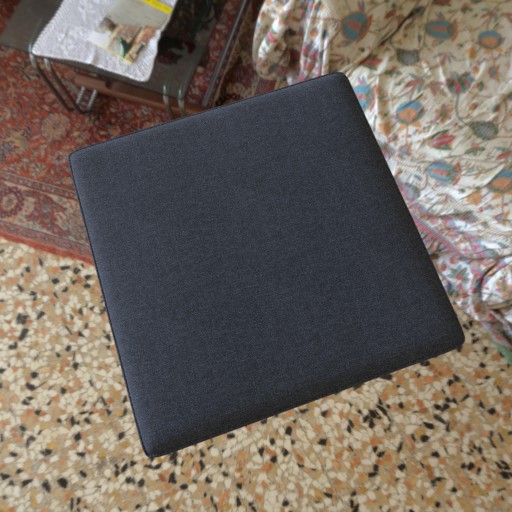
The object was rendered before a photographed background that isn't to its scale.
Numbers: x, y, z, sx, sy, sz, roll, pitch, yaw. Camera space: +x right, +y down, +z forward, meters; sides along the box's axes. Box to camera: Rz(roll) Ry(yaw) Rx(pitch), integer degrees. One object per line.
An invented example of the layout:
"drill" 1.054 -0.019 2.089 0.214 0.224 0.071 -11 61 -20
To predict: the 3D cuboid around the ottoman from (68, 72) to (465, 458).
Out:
"ottoman" 0.000 0.000 1.520 1.000 0.439 1.000 -18 76 -5
